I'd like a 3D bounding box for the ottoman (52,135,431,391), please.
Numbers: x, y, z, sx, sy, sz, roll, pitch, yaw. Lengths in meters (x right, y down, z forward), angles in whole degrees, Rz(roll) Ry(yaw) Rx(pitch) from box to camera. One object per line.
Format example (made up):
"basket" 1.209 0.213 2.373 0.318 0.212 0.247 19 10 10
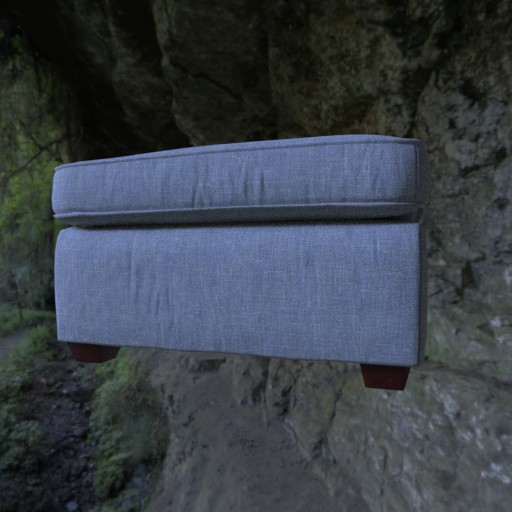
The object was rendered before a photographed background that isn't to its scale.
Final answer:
"ottoman" 0.000 0.000 1.062 0.762 0.457 0.559 0 0 18
